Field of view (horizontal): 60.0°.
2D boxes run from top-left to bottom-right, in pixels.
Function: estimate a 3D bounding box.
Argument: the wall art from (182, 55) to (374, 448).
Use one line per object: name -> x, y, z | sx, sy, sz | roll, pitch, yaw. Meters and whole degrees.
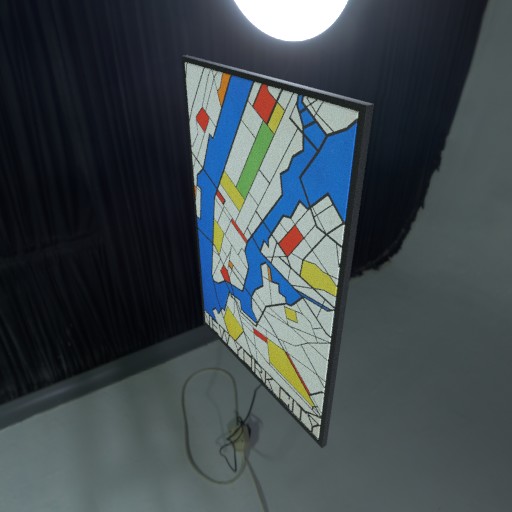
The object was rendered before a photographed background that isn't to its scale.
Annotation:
wall art -> 0.000, 0.000, 0.853 | 0.013, 0.657, 0.457 | -21, 38, -30
